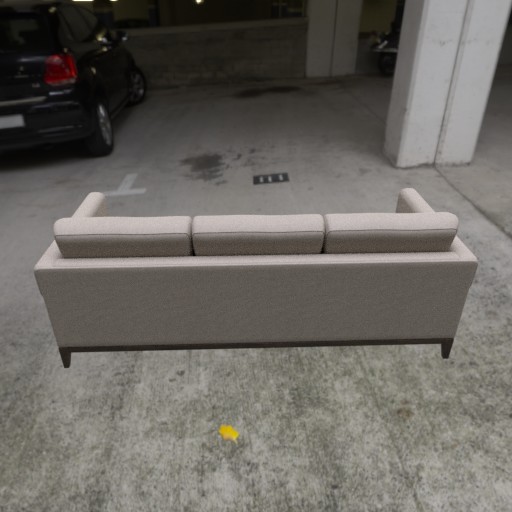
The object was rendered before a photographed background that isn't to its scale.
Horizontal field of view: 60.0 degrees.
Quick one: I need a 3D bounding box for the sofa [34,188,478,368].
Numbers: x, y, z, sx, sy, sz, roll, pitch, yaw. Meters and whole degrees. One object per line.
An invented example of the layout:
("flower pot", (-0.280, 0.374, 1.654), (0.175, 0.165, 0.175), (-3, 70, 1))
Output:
("sofa", (0.000, 0.000, 2.691), (2.210, 0.838, 0.959), (-1, 31, -2))
